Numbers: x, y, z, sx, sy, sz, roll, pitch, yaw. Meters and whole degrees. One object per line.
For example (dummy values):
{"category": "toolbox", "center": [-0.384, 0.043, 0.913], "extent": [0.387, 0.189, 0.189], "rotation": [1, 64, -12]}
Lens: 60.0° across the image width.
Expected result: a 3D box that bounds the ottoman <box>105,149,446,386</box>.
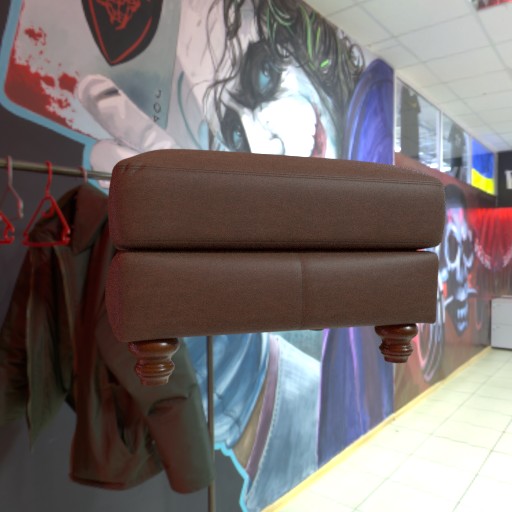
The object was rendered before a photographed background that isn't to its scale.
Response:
{"category": "ottoman", "center": [0.000, 0.000, 1.222], "extent": [0.787, 0.508, 0.635], "rotation": [0, 1, -18]}
